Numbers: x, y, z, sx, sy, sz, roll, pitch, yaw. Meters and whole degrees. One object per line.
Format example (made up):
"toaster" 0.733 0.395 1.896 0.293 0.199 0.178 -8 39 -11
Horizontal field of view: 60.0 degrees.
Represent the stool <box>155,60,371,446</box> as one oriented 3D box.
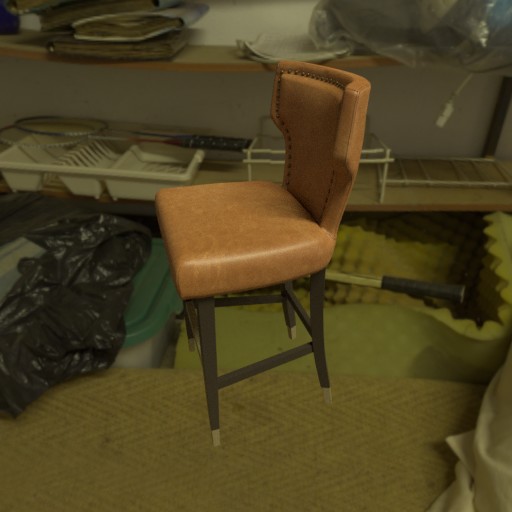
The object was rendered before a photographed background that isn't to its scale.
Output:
"stool" 0.000 0.000 1.414 0.563 1.092 0.526 -9 32 -14
